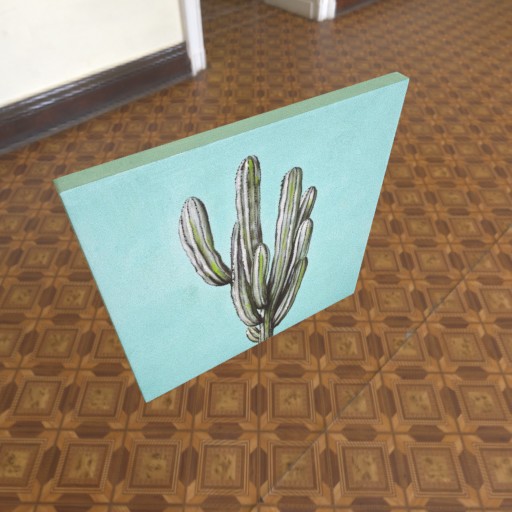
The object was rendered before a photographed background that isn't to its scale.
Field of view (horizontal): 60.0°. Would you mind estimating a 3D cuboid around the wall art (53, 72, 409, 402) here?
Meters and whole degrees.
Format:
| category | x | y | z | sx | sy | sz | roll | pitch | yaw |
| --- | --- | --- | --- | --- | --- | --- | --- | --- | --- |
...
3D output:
| category | x | y | z | sx | sy | sz | roll | pitch | yaw |
| --- | --- | --- | --- | --- | --- | --- | --- | --- | --- |
| wall art | 0.000 | 0.000 | 1.588 | 1.071 | 1.073 | 0.070 | -24 | 52 | -21 |
